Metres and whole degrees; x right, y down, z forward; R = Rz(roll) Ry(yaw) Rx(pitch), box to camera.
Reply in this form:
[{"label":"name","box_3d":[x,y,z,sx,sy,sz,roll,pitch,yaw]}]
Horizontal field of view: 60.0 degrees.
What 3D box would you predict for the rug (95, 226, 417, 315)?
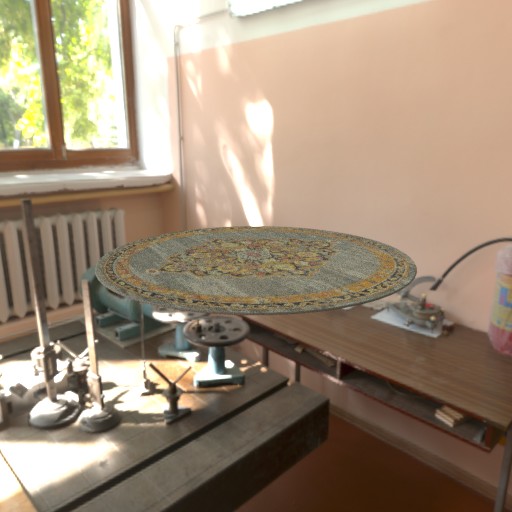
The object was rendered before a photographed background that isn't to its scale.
[{"label":"rug","box_3d":[0.000,0.000,2.331,1.598,0.010,1.598,0,15,0]}]
